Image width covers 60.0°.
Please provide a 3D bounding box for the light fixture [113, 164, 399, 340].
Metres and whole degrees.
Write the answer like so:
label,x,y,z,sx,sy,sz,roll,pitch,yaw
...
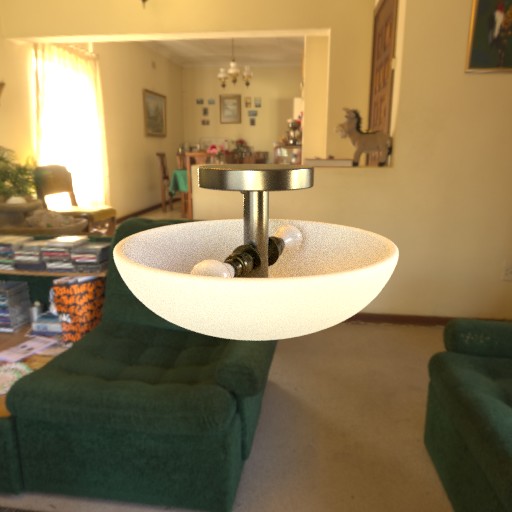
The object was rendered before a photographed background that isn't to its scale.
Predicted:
label,x,y,z,sx,sy,sz,roll,pitch,yaw
light fixture,0.000,0.000,0.540,0.330,0.214,0.330,0,14,0
